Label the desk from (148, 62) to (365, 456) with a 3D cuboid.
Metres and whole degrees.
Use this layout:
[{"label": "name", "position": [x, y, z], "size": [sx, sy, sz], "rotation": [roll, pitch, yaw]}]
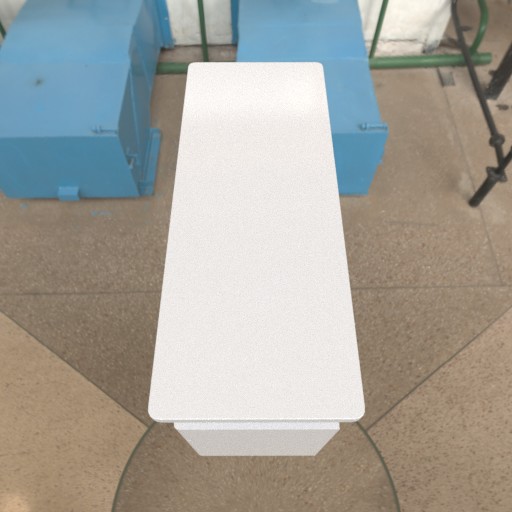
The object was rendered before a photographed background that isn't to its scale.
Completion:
[{"label": "desk", "position": [0.000, 0.000, 1.792], "size": [0.550, 0.762, 1.400], "rotation": [0, 59, 0]}]
